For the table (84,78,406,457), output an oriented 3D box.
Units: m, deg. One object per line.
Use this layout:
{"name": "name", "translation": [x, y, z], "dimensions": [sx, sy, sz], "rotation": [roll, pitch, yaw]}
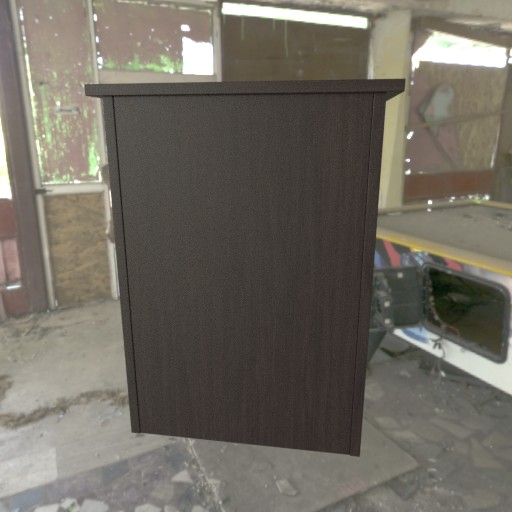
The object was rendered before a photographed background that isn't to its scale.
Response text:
{"name": "table", "translation": [0.000, 0.000, 0.916], "dimensions": [0.480, 0.635, 0.381], "rotation": [2, 16, 9]}
